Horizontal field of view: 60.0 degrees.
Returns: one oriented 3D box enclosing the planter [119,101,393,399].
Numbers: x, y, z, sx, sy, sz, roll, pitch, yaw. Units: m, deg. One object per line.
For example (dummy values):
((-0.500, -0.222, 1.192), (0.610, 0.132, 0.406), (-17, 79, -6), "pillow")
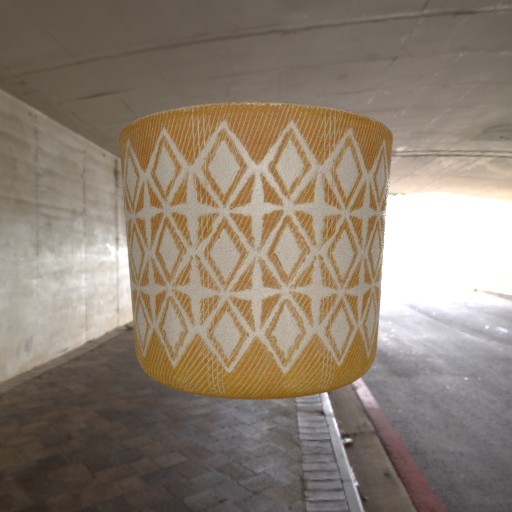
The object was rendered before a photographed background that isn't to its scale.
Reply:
((0.000, 0.000, 0.328), (0.193, 0.165, 0.193), (0, 1, 0), "planter")
